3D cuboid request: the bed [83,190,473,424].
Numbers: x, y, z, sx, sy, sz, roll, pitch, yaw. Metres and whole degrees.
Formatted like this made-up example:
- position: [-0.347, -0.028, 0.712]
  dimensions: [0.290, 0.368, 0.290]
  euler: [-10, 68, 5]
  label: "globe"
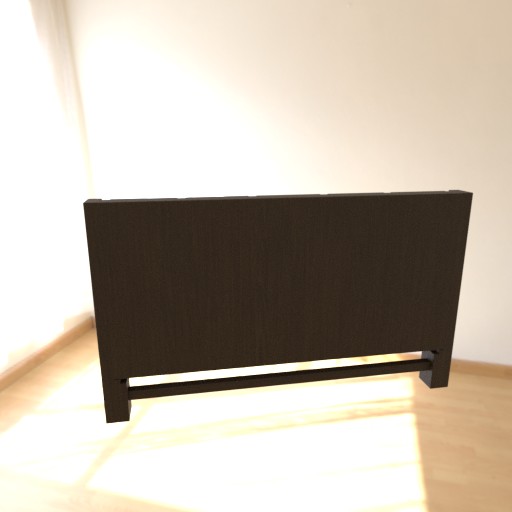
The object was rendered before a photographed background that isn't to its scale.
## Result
- position: [0.000, 0.000, 3.589]
  dimensions: [2.143, 1.261, 2.238]
  euler: [-3, 16, -10]
  label: "bed"
